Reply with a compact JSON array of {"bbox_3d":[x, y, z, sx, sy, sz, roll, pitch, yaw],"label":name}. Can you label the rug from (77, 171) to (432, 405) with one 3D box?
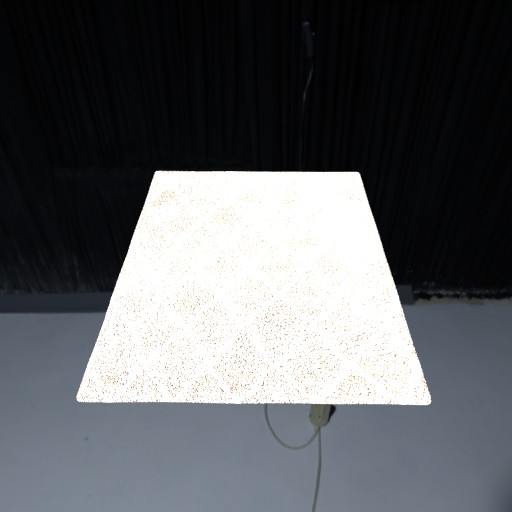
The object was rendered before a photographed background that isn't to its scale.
[{"bbox_3d":[0.000,0.000,4.166,2.438,0.029,3.047,0,41,0],"label":"rug"}]
